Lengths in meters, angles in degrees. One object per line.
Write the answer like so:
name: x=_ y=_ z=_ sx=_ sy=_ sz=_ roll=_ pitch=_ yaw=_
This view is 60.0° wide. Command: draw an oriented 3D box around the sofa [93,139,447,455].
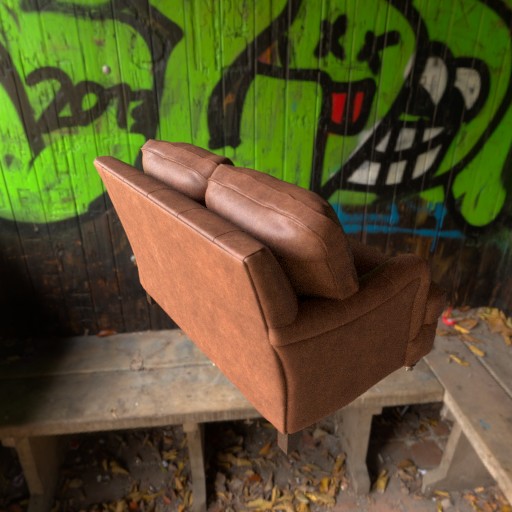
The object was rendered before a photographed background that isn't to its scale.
sofa: x=0.000 y=0.000 z=2.219 sx=1.077 sy=1.004 sz=1.527 roll=-17 pitch=31 yaw=-31
